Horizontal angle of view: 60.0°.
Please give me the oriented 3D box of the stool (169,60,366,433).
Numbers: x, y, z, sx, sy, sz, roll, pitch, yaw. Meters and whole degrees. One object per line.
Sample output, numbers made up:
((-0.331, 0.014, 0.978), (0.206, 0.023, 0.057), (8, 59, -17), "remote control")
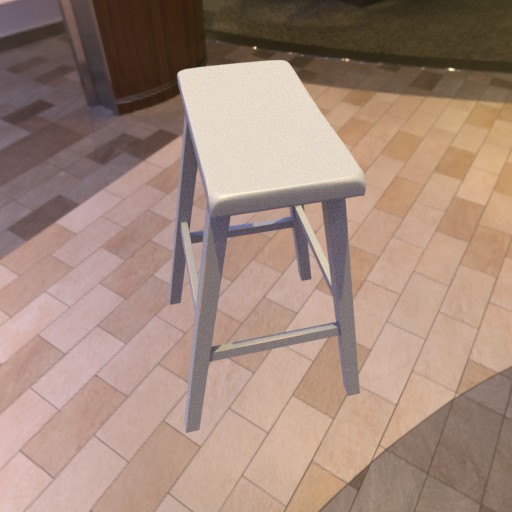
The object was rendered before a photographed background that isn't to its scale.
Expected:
((0.000, 0.000, 1.062), (0.476, 0.737, 0.457), (-10, 47, -9), "stool")
